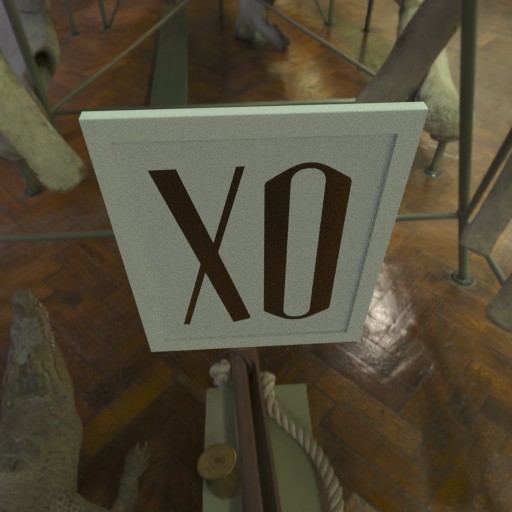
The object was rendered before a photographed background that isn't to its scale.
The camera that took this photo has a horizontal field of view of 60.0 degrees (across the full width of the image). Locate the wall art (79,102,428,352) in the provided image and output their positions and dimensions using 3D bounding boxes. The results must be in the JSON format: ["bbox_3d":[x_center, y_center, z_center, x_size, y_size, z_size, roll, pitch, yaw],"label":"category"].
[{"bbox_3d":[0.000,0.000,0.760,0.444,0.536,0.020,-2,46,-2],"label":"wall art"}]
